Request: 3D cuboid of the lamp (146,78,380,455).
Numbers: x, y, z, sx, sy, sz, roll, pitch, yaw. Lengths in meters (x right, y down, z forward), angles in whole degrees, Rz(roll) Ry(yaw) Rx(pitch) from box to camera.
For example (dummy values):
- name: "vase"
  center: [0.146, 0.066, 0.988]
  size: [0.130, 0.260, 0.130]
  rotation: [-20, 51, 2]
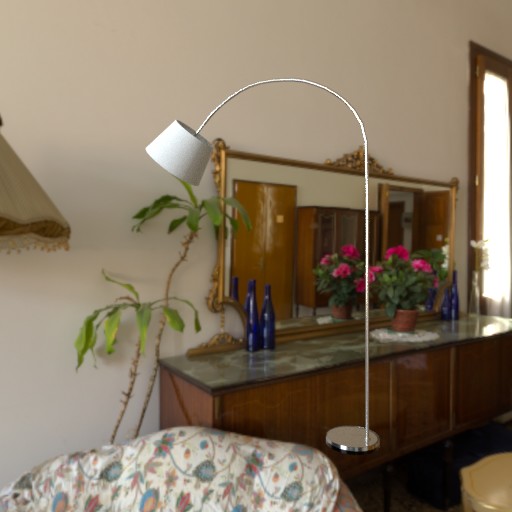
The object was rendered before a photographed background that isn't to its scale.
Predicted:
- name: "lamp"
  center: [0.000, 0.000, 2.675]
  size: [1.445, 2.098, 0.406]
  rotation: [0, 1, 20]
